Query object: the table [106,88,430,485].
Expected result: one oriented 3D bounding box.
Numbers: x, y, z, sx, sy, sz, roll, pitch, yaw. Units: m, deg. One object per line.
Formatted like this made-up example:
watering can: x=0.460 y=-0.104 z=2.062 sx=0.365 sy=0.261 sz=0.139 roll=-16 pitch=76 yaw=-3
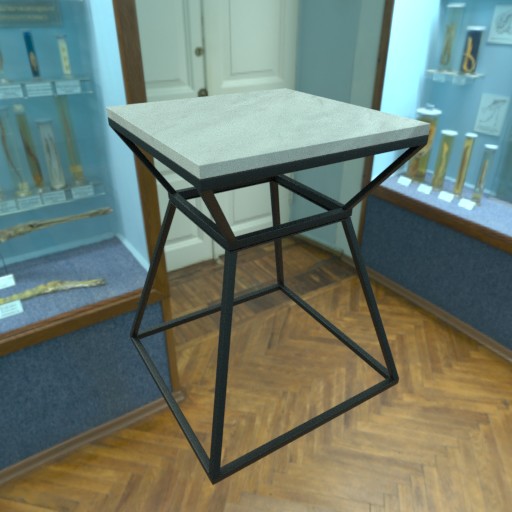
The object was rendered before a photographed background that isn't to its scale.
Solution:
table: x=0.000 y=0.000 z=0.900 sx=0.455 sy=0.559 sz=0.455 roll=-17 pitch=34 yaw=-27
